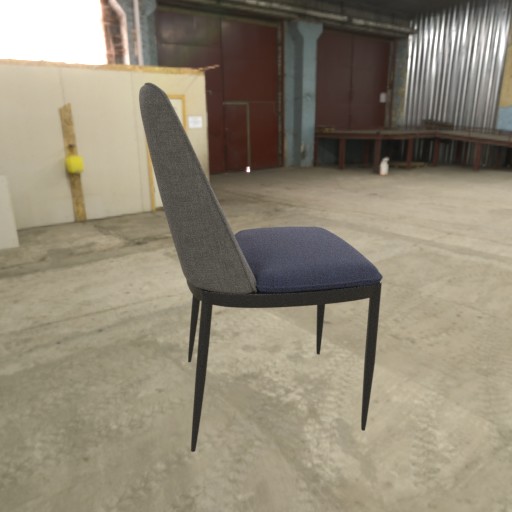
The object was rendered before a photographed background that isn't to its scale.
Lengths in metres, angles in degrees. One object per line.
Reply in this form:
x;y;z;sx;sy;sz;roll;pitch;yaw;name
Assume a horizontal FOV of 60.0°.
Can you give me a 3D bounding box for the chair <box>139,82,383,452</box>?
0.000;0.000;1.192;0.550;0.855;0.488;-3;17;-9;chair
